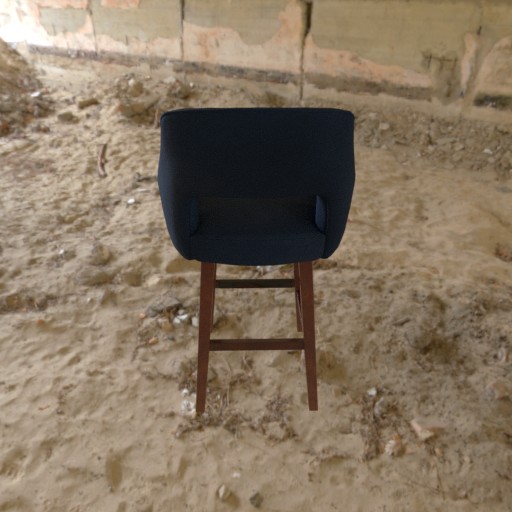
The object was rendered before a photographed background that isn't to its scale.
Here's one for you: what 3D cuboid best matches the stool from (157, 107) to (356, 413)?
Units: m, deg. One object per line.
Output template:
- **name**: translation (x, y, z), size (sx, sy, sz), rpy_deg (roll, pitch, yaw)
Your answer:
- **stool**: translation (0.000, 0.000, 1.427), size (0.550, 1.041, 0.560), rpy_deg (-1, 31, -1)
